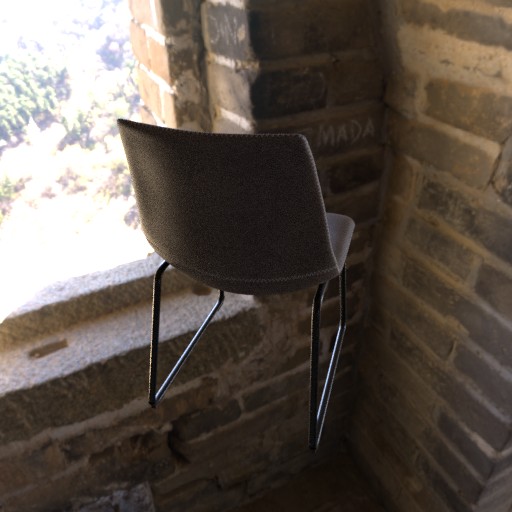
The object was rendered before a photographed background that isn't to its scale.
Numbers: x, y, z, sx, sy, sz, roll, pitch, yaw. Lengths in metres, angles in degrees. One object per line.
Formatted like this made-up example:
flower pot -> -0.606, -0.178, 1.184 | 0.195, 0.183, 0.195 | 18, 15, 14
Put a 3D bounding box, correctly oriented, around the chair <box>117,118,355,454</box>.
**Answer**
chair -> 0.000, 0.000, 1.122 | 0.460, 0.780, 0.550 | 10, 33, 15
